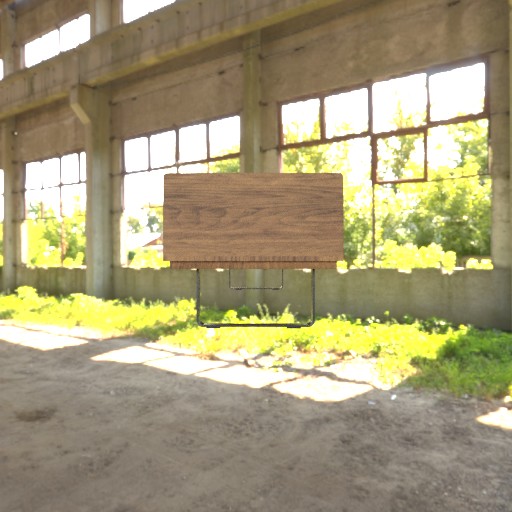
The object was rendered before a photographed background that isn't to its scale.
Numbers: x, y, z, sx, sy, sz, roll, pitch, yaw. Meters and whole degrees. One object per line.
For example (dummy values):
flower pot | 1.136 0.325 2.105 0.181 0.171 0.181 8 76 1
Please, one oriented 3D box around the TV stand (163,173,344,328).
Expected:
TV stand | 0.000 0.000 2.017 0.467 0.415 1.796 0 0 0
